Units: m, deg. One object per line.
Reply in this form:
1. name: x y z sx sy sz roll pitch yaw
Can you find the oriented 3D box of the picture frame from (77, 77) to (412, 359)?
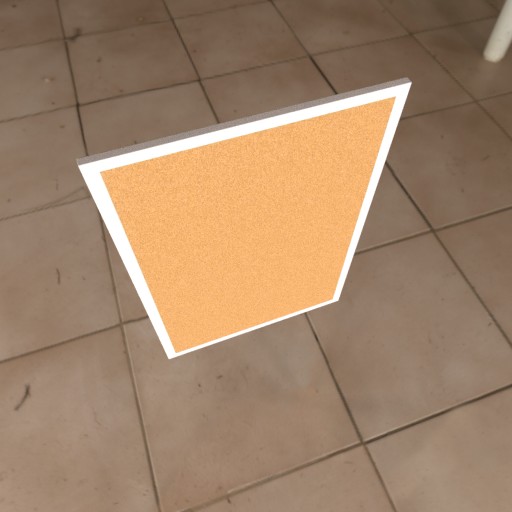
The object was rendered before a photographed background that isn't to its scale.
1. picture frame: 0.000 0.000 0.850 0.457 0.657 0.013 -17 59 -11
